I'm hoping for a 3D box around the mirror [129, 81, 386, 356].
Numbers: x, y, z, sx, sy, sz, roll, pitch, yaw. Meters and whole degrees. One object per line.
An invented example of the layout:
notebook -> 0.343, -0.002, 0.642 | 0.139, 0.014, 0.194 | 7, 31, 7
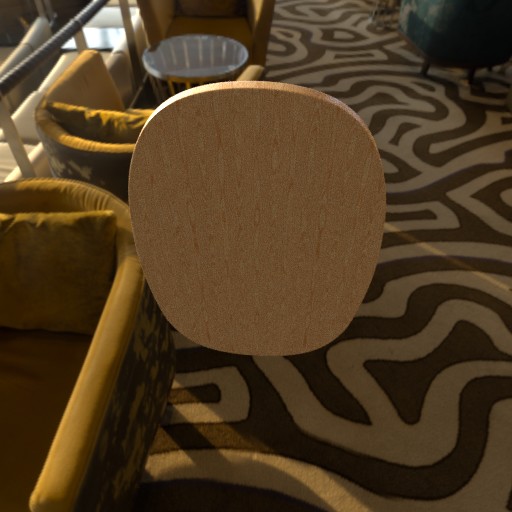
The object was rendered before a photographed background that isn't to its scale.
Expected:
mirror -> 0.000, 0.000, 1.354 | 0.724, 1.075, 0.037 | 3, 46, 3
